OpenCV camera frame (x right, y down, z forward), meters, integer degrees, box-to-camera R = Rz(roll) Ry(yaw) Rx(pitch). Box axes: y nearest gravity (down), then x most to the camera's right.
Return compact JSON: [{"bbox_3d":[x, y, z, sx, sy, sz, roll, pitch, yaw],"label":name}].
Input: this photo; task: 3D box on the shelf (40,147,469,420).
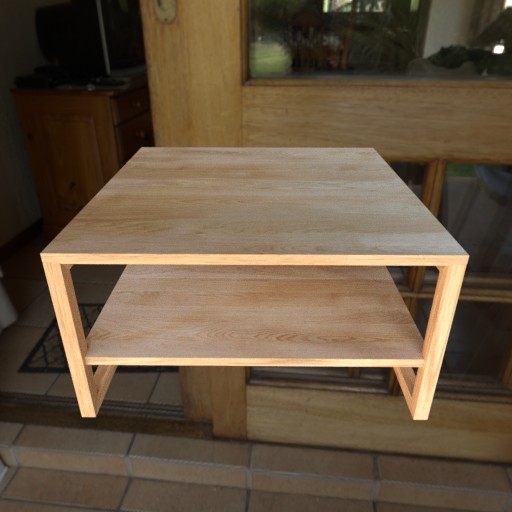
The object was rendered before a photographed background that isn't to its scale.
[{"bbox_3d":[0.000,0.000,1.437,0.899,0.480,0.899,0,28,1],"label":"shelf"}]
